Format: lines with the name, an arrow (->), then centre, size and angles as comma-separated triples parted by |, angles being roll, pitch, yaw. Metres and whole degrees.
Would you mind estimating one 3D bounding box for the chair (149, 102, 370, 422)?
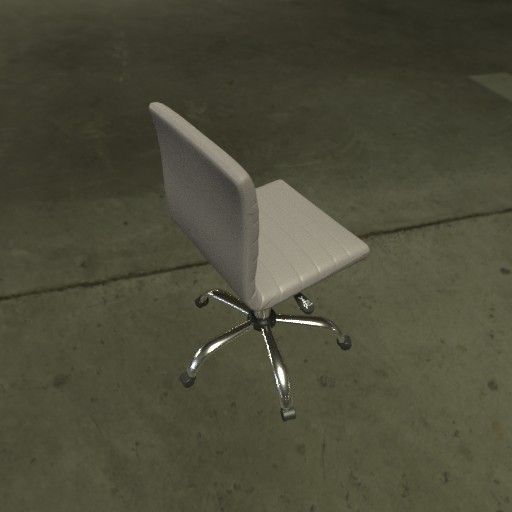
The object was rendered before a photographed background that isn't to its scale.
chair -> 0.000, 0.000, 1.179 | 0.530, 0.780, 0.556 | -23, 46, -24
